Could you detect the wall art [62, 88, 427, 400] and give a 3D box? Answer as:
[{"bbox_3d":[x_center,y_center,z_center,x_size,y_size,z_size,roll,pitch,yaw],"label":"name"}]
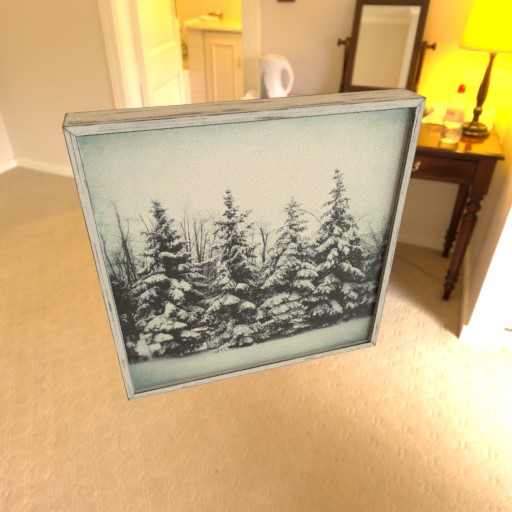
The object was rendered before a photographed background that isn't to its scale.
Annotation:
[{"bbox_3d":[0.000,0.000,0.455,0.303,0.303,0.036,-9,35,-13],"label":"wall art"}]
